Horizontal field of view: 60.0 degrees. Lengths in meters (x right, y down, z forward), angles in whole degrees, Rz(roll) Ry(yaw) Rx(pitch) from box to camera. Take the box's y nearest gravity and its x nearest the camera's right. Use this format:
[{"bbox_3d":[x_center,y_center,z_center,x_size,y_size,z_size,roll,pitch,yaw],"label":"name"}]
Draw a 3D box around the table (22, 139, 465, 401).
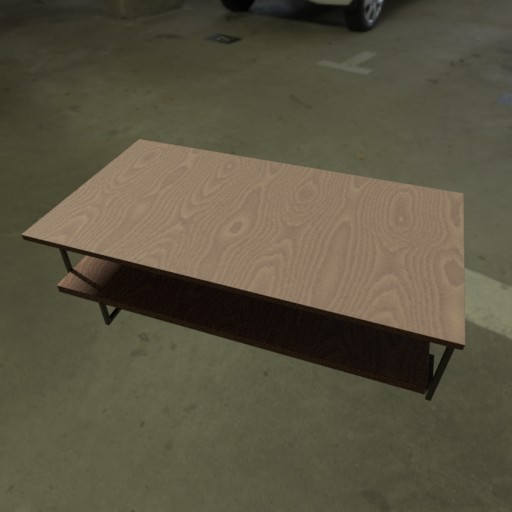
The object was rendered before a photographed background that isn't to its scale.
[{"bbox_3d":[0.000,0.000,1.464,1.197,0.347,0.651,13,42,15],"label":"table"}]
